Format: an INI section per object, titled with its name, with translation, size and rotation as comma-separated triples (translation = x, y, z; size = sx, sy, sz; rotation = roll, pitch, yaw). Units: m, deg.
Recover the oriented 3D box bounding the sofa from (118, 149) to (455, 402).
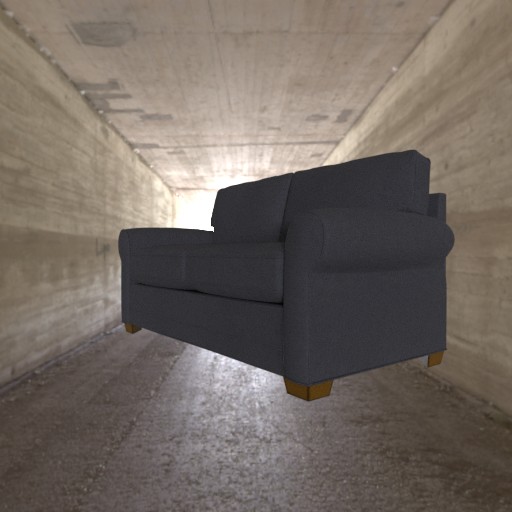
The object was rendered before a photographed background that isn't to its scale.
[sofa]
translation = 0.000, 0.000, 2.552
size = 0.951, 1.031, 2.009
rotation = -1, 1, -37
